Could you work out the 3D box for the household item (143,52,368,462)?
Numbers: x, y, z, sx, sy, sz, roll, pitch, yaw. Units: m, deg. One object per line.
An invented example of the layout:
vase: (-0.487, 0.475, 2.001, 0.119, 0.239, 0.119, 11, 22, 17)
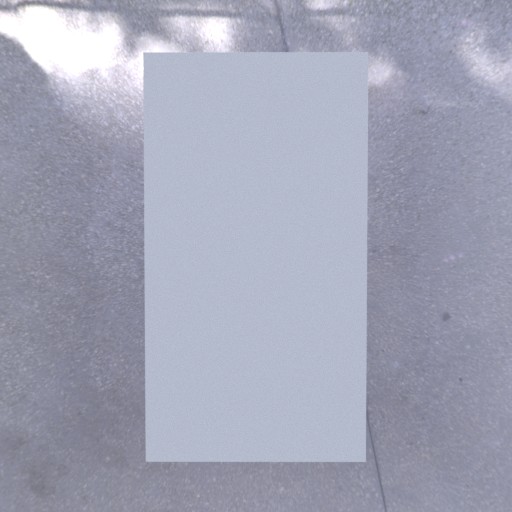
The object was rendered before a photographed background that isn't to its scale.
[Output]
household item: (0.000, 0.000, 1.563, 0.597, 0.749, 1.100, 0, 91, 0)
